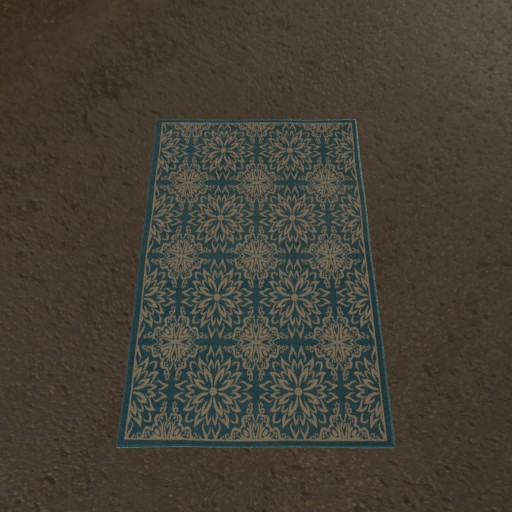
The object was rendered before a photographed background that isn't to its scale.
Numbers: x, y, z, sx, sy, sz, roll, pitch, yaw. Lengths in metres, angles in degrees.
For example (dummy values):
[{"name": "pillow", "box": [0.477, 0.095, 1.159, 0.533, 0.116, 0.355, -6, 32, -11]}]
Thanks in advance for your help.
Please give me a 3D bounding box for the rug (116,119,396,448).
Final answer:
[{"name": "rug", "box": [0.000, 0.000, 2.306, 1.211, 0.012, 1.833, 0, 65, 0]}]
